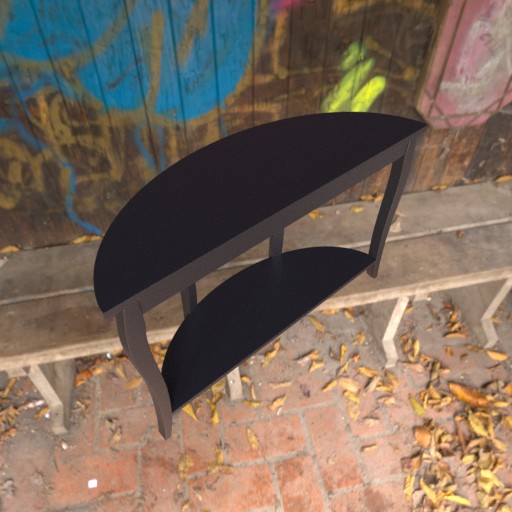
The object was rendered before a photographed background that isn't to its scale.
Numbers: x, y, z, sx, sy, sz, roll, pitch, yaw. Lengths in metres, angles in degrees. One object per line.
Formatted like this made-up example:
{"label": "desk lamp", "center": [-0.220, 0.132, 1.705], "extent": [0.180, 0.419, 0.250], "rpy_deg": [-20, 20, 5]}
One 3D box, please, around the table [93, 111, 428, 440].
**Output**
{"label": "table", "center": [0.000, 0.000, 1.629], "extent": [1.219, 0.780, 0.394], "rpy_deg": [-32, 54, -27]}
